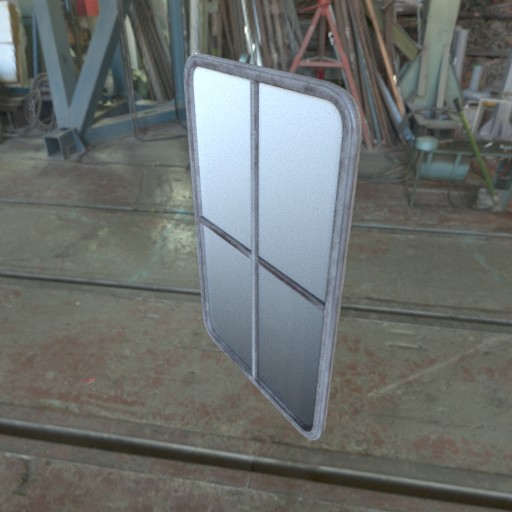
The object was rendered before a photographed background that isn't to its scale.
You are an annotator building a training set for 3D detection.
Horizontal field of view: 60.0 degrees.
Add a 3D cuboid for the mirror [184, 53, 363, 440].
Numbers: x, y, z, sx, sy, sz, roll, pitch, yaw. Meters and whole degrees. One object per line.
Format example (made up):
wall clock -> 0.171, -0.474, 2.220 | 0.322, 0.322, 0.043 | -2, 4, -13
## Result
mirror -> 0.000, 0.000, 0.888 | 0.024, 0.713, 0.461 | -21, 37, -30
